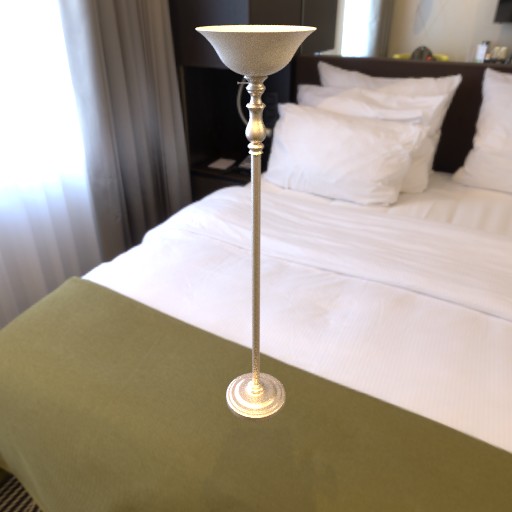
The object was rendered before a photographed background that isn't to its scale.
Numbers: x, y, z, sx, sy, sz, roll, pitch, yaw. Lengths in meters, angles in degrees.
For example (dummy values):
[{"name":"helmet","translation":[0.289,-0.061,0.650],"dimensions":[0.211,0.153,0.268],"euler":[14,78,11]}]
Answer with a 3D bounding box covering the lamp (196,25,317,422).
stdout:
[{"name":"lamp","translation":[0.000,0.000,1.934],"dimensions":[0.405,1.771,0.405],"euler":[-1,30,-1]}]
